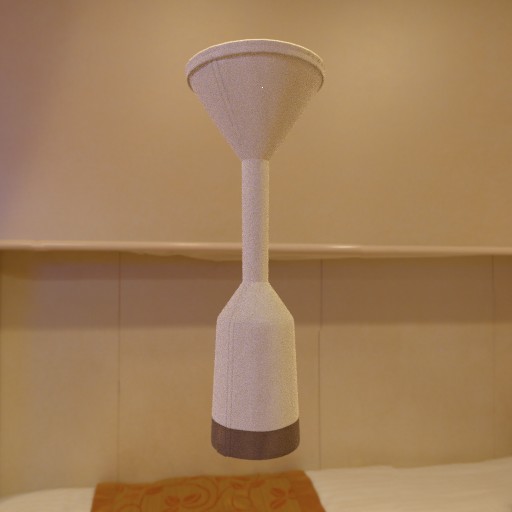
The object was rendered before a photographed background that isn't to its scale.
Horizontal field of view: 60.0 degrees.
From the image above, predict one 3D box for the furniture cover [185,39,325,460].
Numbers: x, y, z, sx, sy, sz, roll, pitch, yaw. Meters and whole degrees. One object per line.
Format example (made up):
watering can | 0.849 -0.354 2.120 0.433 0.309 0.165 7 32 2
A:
furniture cover | 0.000 0.000 2.908 0.914 2.413 0.914 -1 -1 35
